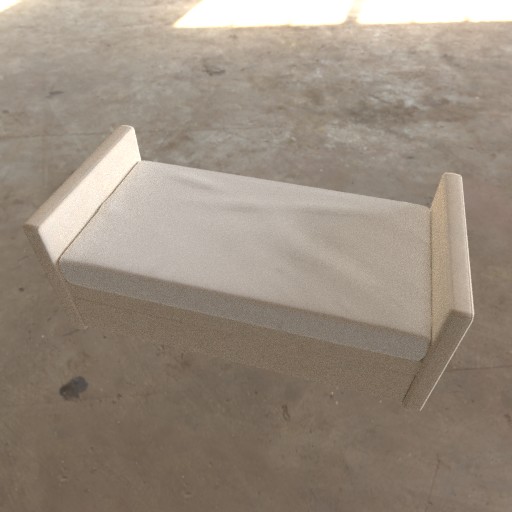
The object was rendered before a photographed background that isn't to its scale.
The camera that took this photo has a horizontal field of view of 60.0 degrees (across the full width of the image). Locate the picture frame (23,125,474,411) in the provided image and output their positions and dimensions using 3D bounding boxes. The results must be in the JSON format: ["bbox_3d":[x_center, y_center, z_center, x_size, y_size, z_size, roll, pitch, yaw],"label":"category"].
[{"bbox_3d":[0.000,0.000,2.692,2.161,0.891,1.069,11,46,11],"label":"picture frame"}]
